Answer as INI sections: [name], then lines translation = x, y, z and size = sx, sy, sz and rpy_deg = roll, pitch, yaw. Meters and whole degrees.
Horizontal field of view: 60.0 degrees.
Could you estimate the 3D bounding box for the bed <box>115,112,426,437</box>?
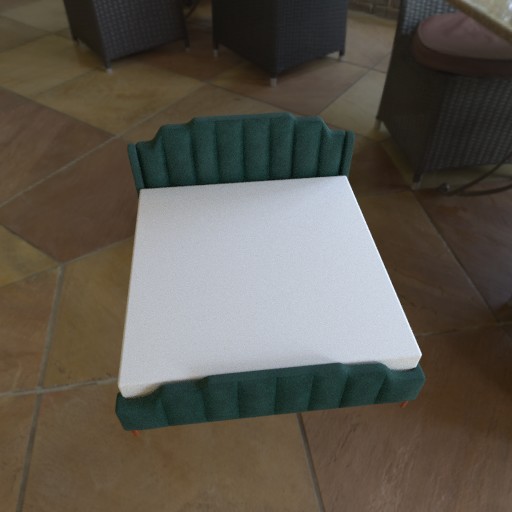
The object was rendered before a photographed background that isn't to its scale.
[bed]
translation = 0.000, 0.000, 3.576
size = 2.074, 1.245, 2.340
rpy_deg = -5, 46, -4
